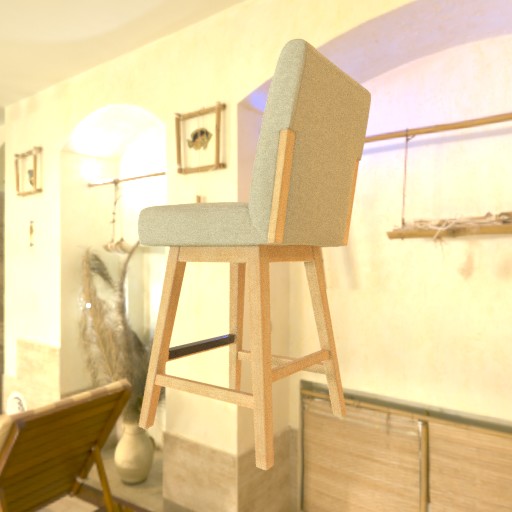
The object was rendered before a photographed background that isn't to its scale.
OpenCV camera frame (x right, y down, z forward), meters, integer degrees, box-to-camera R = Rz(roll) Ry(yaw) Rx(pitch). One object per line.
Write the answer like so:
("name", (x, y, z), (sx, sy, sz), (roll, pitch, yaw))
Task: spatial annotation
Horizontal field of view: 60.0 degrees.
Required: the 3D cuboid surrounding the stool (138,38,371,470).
("stool", (0.000, 0.000, 1.427), (0.606, 1.085, 0.507), (0, 0, 36))
